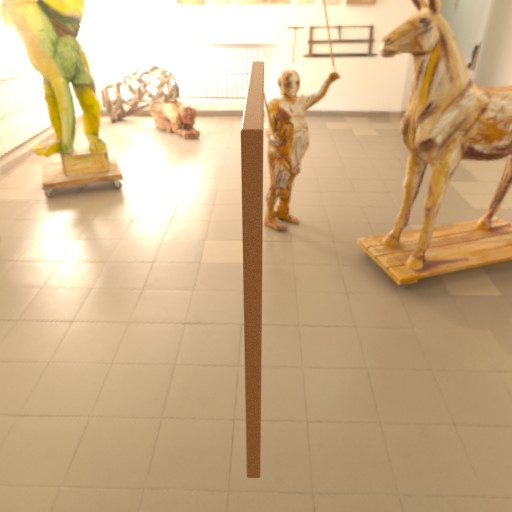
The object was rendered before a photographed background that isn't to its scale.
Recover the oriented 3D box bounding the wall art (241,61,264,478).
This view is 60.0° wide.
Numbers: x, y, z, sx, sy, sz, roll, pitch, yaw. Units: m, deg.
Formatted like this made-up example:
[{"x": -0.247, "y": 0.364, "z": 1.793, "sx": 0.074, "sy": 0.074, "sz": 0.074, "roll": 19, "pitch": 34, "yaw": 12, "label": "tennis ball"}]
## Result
[{"x": 0.000, "y": 0.000, "z": 0.517, "sx": 0.015, "sy": 0.379, "sz": 0.310, "roll": 1, "pitch": 31, "yaw": 1, "label": "wall art"}]
